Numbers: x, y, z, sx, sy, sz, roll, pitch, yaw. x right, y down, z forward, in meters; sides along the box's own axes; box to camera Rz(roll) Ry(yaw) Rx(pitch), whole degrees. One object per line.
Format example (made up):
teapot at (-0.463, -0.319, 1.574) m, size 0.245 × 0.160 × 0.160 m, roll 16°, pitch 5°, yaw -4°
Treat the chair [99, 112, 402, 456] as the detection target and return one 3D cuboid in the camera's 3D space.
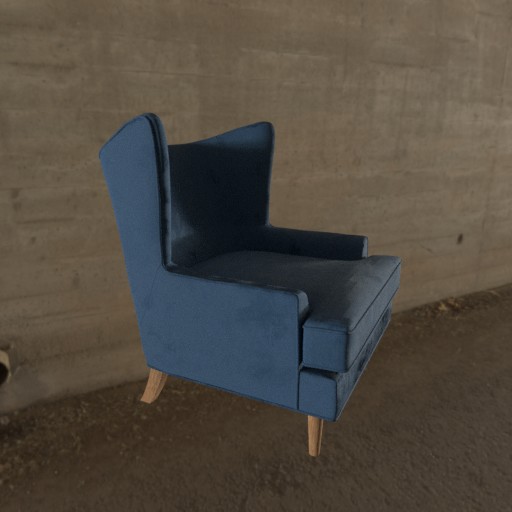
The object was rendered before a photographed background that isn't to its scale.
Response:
chair at (0.000, 0.000, 1.590) m, size 0.910 × 0.952 × 0.793 m, roll 7°, pitch 17°, yaw 26°
